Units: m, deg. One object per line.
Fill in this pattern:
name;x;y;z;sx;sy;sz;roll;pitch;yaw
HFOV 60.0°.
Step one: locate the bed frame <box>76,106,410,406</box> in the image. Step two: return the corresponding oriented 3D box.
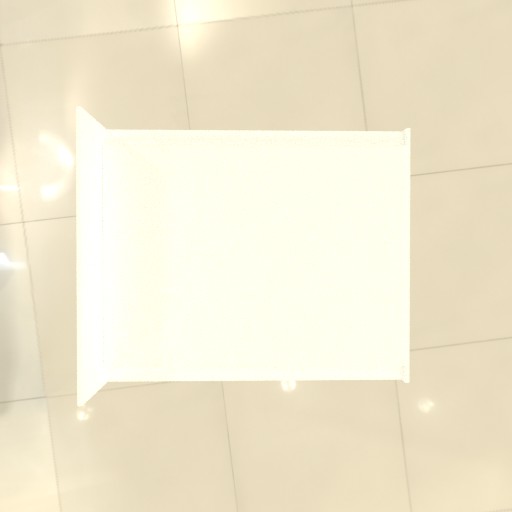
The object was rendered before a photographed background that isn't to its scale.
bed frame;0.000;0.000;2.818;1.960;0.800;1.622;0;91;-1
